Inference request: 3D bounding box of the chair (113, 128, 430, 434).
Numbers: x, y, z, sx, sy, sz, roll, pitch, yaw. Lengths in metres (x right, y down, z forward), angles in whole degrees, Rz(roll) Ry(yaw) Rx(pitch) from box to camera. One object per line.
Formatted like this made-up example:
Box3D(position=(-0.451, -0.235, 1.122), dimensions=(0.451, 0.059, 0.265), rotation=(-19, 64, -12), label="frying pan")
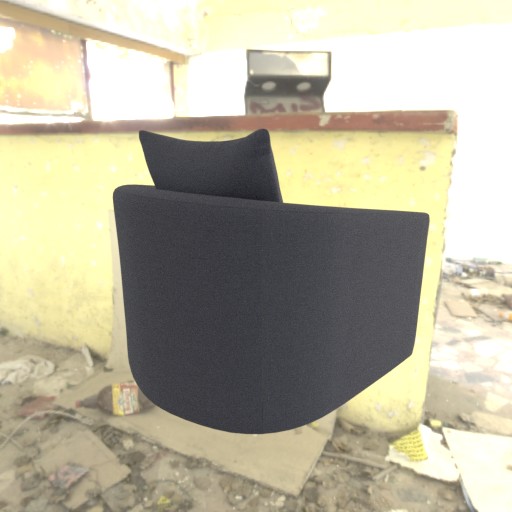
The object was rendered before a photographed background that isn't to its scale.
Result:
Box3D(position=(0.000, 0.000, 1.554), dimensions=(0.845, 0.848, 0.910), rotation=(14, 20, 43), label="chair")
